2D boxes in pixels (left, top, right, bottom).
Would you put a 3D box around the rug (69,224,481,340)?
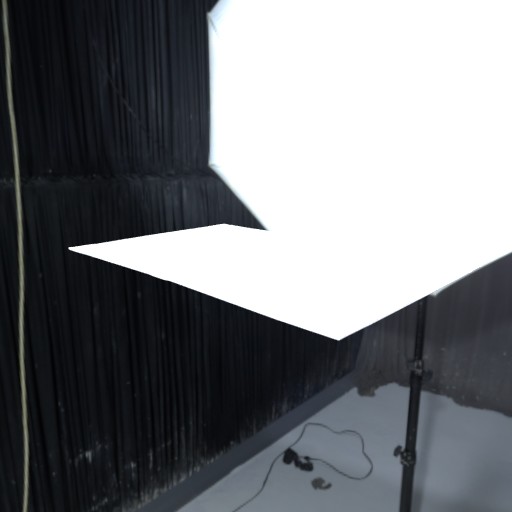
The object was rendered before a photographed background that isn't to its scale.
[{"bbox_3d":[0.000,0.000,2.234,1.773,0.021,1.149,12,18,43],"label":"rug"}]
